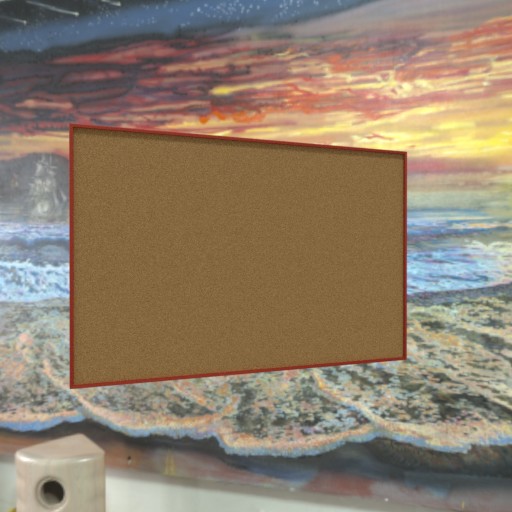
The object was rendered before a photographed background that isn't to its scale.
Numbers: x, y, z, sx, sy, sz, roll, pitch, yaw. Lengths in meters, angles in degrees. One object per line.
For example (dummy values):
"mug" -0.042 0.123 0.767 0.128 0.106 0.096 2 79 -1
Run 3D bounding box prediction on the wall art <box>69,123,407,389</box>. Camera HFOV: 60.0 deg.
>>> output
"wall art" 0.000 0.000 0.782 0.607 0.405 0.033 0 0 -18
